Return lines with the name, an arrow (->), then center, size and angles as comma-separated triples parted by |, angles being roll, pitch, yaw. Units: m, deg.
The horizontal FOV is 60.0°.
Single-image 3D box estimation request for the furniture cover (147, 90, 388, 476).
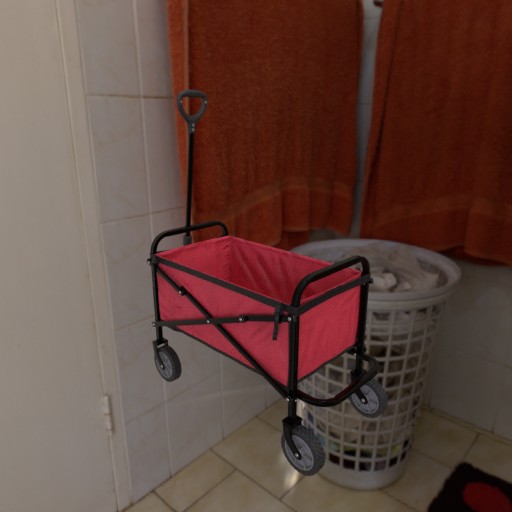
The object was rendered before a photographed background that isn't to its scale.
furniture cover -> 0.000, 0.000, 1.807 | 1.038, 1.295, 0.532 | 17, 24, 42
